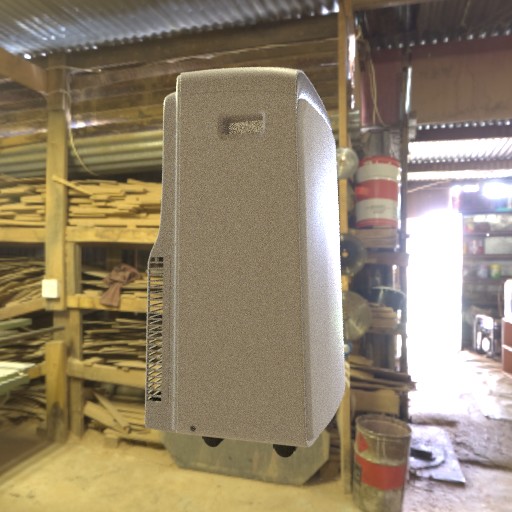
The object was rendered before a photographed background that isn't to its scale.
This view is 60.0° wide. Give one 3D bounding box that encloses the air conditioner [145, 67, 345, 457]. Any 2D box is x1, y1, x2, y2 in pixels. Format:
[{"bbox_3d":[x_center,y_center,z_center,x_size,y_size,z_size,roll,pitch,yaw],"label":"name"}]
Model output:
[{"bbox_3d":[0.000,0.000,0.972,0.365,0.700,0.454,0,-1,18],"label":"air conditioner"}]
